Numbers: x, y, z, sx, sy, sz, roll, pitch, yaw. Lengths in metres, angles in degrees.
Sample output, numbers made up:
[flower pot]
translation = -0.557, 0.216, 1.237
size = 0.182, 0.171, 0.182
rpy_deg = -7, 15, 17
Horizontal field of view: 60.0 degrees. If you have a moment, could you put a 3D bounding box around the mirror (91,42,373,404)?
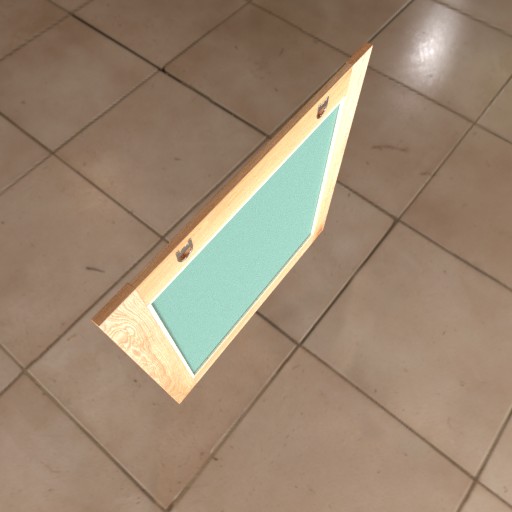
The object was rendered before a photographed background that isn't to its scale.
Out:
[mirror]
translation = 0.000, 0.000, 1.178
size = 0.020, 0.800, 0.800
rpy_deg = 35, 69, 16
